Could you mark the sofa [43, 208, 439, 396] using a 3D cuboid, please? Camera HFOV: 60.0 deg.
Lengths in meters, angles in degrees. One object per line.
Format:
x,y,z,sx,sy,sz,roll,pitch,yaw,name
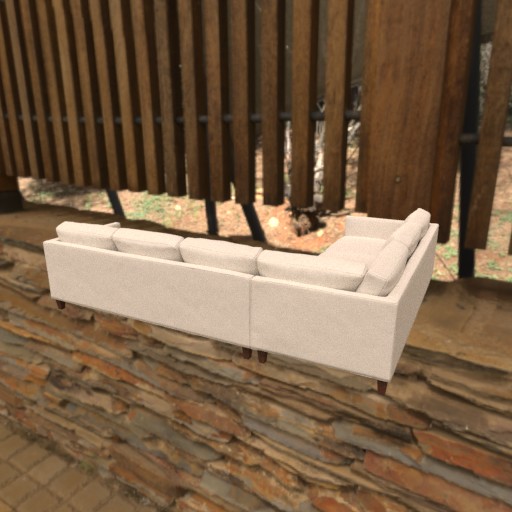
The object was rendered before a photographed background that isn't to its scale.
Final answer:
0.000,0.000,4.480,3.182,0.863,2.432,9,19,26,sofa
